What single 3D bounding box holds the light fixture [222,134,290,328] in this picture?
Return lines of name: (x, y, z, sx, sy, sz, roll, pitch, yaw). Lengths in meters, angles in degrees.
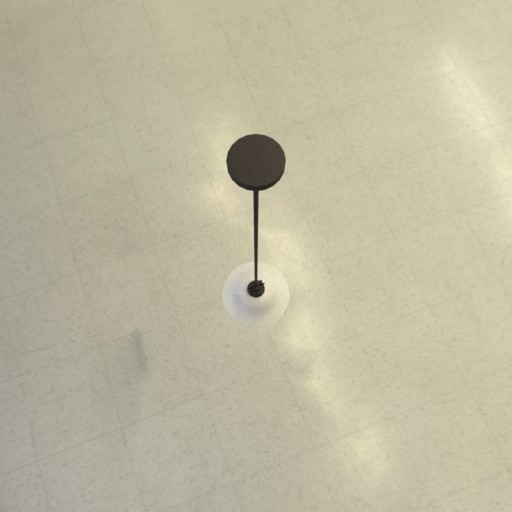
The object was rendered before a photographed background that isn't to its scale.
light fixture: (0.000, 0.000, 1.491, 0.324, 1.337, 0.324, -18, 75, -5)
